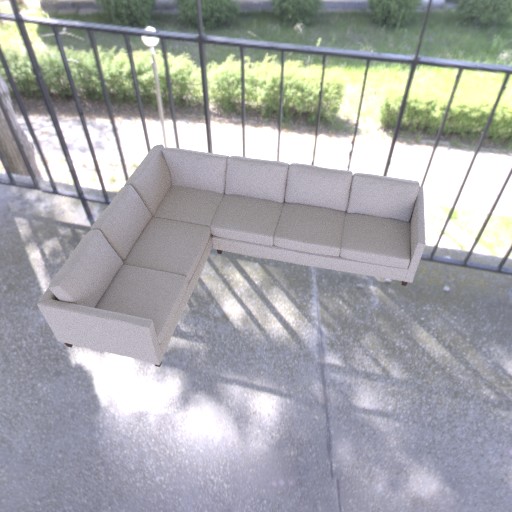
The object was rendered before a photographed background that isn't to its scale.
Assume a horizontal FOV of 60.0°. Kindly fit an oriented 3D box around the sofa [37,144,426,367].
[{"bbox_3d":[0.000,0.000,4.411,3.182,0.863,2.432,10,46,9],"label":"sofa"}]
